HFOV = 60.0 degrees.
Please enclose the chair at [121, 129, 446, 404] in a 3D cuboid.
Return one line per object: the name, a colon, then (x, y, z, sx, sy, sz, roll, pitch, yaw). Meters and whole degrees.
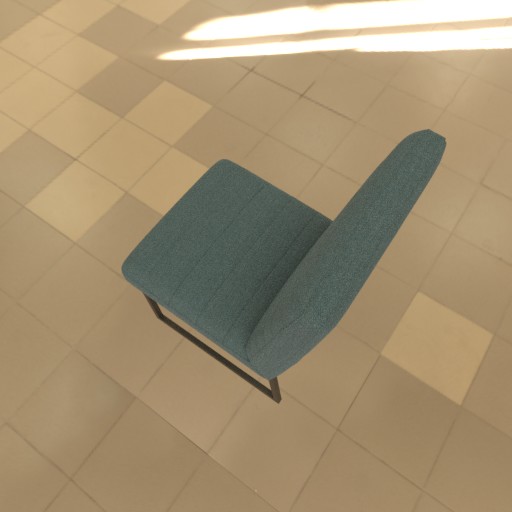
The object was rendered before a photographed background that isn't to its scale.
chair: (0.000, 0.000, 1.286, 0.634, 0.930, 0.520, 32, 66, 15)
